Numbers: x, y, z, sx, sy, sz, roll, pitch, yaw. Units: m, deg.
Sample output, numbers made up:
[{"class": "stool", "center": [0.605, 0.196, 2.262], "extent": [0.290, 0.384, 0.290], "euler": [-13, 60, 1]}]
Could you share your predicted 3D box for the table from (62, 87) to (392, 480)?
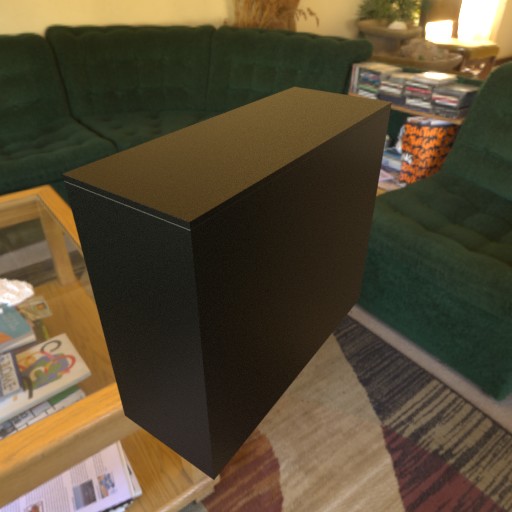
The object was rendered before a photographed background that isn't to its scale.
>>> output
[{"class": "table", "center": [0.000, 0.000, 1.374], "extent": [0.380, 0.790, 0.930], "euler": [21, 39, 29]}]
